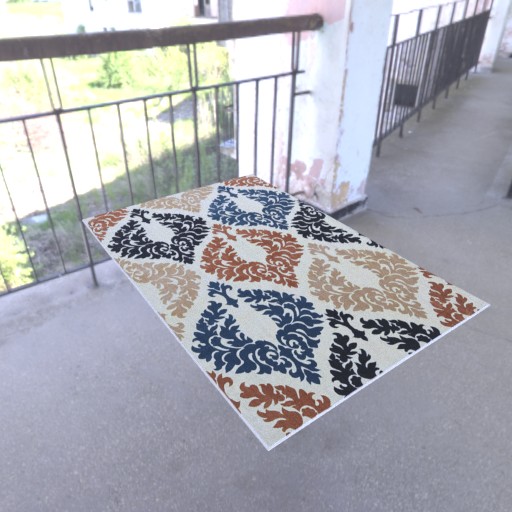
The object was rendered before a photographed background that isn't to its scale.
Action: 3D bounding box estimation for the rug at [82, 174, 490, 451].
[{"bbox_3d":[0.000,0.000,2.820,1.514,0.014,2.275,-21,38,-29],"label":"rug"}]
